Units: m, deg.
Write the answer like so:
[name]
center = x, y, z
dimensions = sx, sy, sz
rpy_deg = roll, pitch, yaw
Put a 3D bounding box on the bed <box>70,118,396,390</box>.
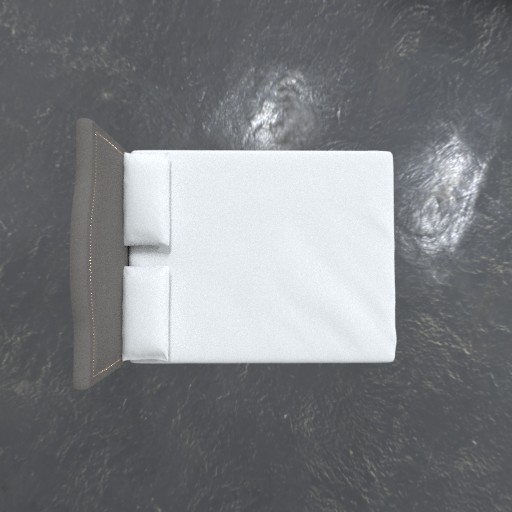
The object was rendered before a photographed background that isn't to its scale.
[bed]
center = 0.000, 0.000, 3.408
dimensions = 2.282, 1.436, 1.821
rpy_deg = 0, 88, -1
